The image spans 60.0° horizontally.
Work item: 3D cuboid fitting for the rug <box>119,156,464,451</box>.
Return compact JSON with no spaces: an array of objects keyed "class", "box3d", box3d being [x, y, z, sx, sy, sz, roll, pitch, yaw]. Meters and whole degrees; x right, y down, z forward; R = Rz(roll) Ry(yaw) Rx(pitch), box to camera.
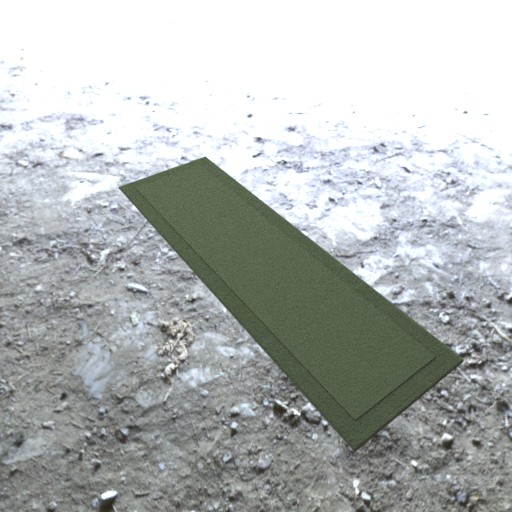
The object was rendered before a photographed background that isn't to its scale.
[{"class":"rug","box3d":[0.000,0.000,2.729,0.759,0.012,2.430,-26,49,-26]}]
